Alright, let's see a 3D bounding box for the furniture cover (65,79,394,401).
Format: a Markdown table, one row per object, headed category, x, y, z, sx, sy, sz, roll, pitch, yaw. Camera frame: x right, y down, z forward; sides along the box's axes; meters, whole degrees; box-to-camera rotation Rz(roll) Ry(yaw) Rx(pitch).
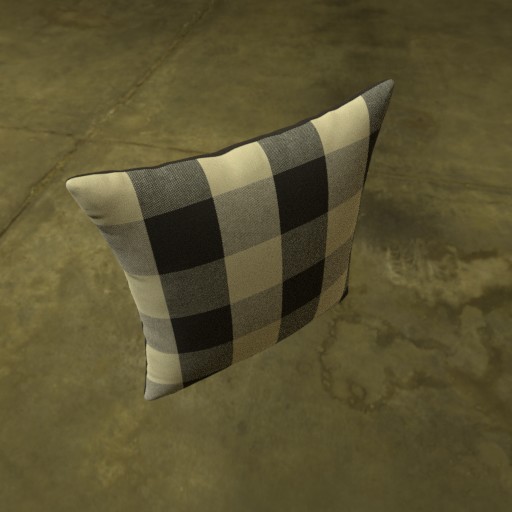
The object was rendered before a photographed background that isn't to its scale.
| category | x | y | z | sx | sy | sz | roll | pitch | yaw |
| --- | --- | --- | --- | --- | --- | --- | --- | --- | --- |
| furniture cover | 0.000 | 0.000 | 0.773 | 0.511 | 0.509 | 0.161 | -24 | 50 | -23 |
